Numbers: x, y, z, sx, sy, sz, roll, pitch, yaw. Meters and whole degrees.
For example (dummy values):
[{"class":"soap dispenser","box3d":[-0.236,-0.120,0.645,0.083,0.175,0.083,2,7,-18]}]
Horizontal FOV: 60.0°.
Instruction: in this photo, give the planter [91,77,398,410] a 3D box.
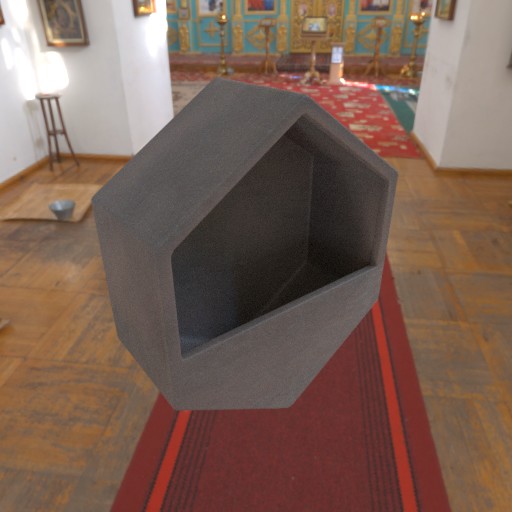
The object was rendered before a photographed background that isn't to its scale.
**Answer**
[{"class":"planter","box3d":[0.000,0.000,0.284,0.169,0.206,0.077,-21,35,-32]}]
